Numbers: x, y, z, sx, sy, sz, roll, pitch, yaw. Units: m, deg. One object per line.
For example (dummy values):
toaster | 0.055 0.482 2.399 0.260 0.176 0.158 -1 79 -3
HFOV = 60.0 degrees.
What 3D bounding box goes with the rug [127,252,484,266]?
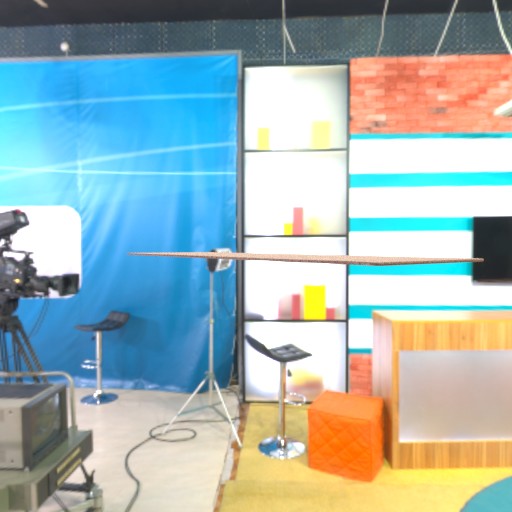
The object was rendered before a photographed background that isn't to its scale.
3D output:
rug | 0.000 0.000 2.731 0.760 0.015 2.435 -1 2 -36
